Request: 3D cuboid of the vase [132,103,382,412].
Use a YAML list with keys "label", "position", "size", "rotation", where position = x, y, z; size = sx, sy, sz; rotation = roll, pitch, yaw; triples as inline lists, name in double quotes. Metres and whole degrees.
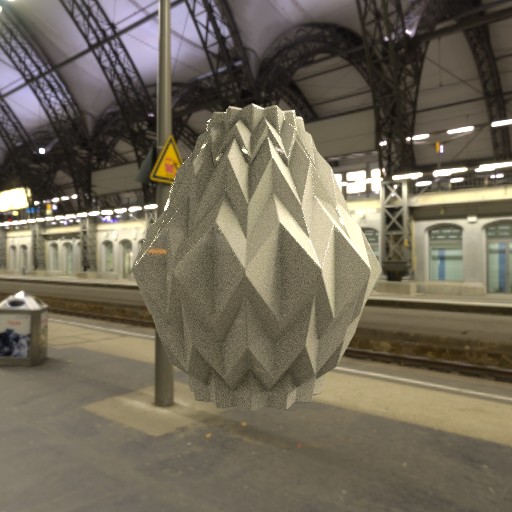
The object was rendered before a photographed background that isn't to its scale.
- label: "vase"
  position: [0.000, 0.000, 0.301]
  size: [0.164, 0.185, 0.164]
  rotation: [0, -1, 0]
